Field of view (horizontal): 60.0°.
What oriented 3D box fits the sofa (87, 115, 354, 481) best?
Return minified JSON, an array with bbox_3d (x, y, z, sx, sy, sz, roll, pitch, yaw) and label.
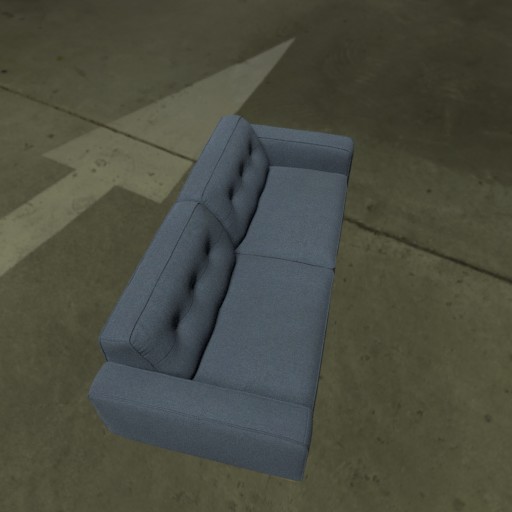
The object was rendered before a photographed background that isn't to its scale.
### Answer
[{"bbox_3d":[0.000,0.000,2.644,0.953,0.782,2.270,10,47,9],"label":"sofa"}]
